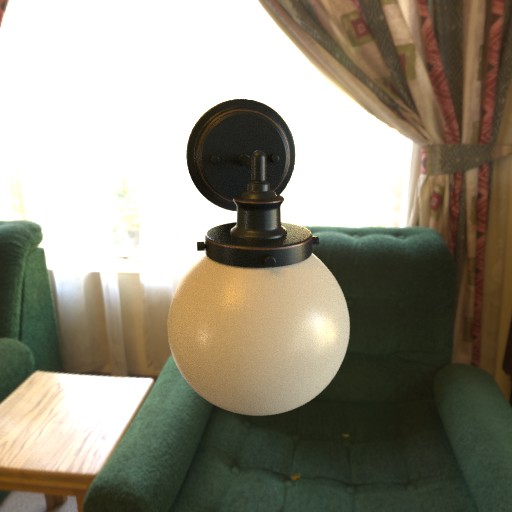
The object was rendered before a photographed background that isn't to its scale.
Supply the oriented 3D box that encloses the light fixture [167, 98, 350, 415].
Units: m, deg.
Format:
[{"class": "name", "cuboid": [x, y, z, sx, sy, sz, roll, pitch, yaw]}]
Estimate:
[{"class": "light fixture", "cuboid": [0.000, 0.000, 0.483, 0.197, 0.332, 0.230, -3, 18, -9]}]
